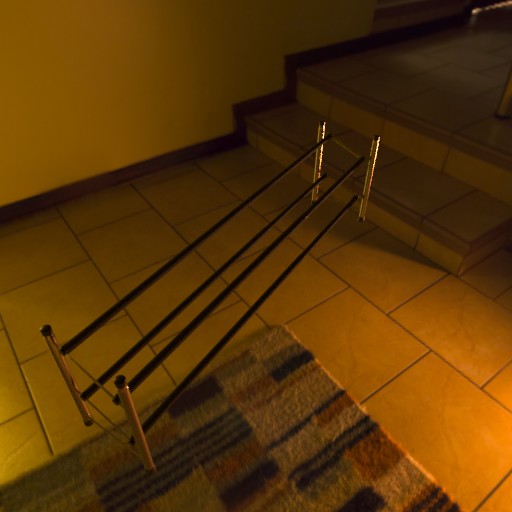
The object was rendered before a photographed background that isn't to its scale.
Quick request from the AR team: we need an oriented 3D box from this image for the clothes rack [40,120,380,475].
[{"bbox_3d":[0.000,0.000,1.281,0.229,0.349,1.168,24,46,25],"label":"clothes rack"}]
